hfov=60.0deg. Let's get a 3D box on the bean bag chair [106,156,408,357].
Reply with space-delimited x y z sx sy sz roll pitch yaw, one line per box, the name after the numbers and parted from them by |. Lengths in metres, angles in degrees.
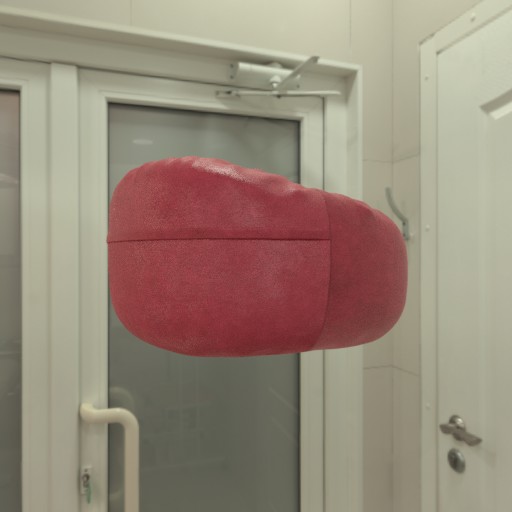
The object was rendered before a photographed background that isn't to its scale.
0.000 0.000 2.383 1.524 0.878 1.524 0 0 -18 | bean bag chair
